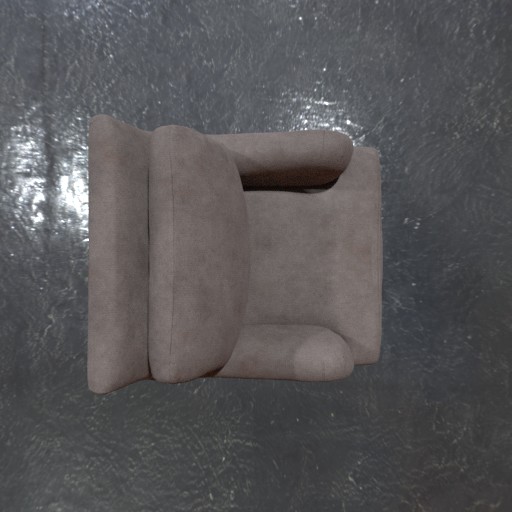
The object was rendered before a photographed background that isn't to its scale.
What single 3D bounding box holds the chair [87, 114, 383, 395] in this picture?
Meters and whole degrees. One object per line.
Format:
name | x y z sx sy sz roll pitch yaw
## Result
chair | 0.000 0.000 1.827 1.070 0.997 0.955 0 89 -1
